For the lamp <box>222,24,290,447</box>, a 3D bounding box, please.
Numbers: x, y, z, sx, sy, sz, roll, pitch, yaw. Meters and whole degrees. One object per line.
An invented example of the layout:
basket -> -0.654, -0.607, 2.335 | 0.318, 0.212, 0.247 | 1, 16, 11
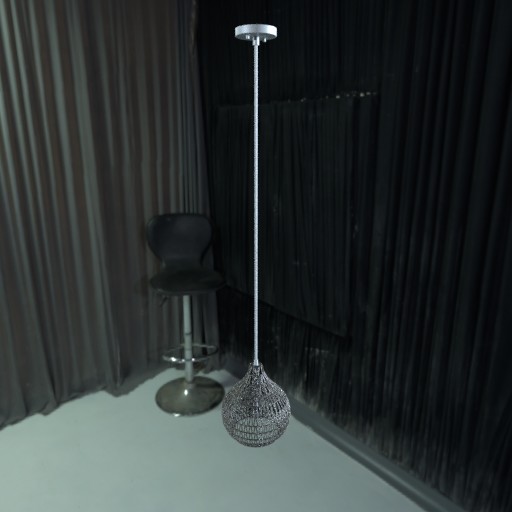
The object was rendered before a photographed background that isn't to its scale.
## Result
lamp -> 0.000, 0.000, 2.065 | 0.355, 1.919, 0.355 | -15, 22, -41
